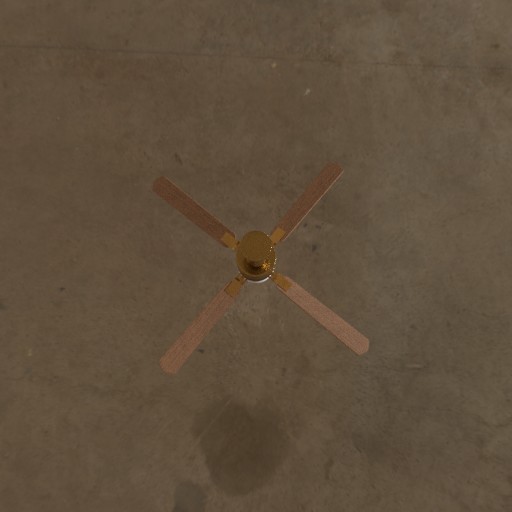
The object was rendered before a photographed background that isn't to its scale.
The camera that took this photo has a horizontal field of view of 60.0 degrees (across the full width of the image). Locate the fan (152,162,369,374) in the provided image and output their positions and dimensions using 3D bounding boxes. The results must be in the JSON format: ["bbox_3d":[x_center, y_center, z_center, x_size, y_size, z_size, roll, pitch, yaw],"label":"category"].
[{"bbox_3d":[0.000,0.000,2.029,1.320,0.355,1.320,39,79,9],"label":"fan"}]
